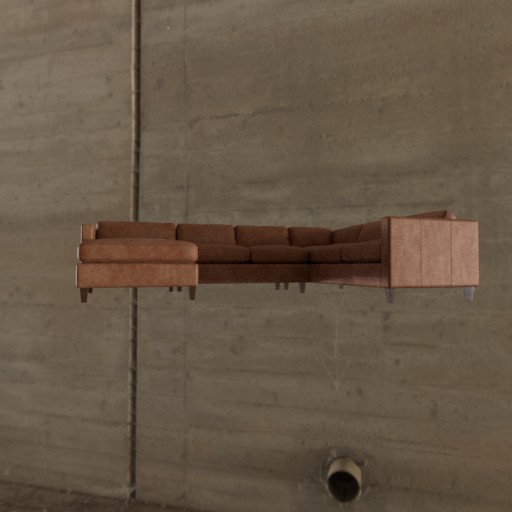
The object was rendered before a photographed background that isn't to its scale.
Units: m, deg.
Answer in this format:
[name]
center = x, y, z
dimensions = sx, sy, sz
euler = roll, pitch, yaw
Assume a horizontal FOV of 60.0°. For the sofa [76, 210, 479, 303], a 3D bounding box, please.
[sofa]
center = 0.000, 0.000, 4.565
dimensions = 3.401, 0.832, 2.430
euler = 0, -2, -18
